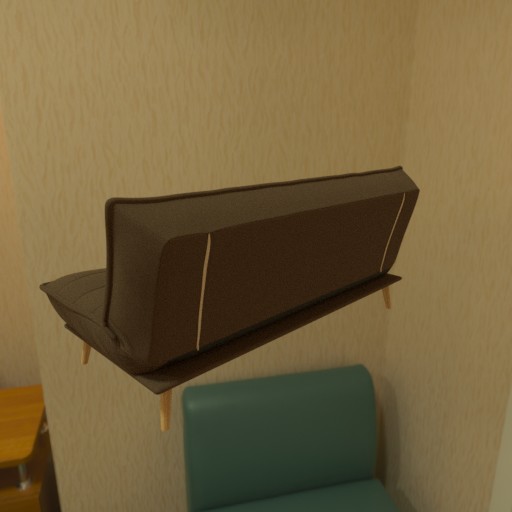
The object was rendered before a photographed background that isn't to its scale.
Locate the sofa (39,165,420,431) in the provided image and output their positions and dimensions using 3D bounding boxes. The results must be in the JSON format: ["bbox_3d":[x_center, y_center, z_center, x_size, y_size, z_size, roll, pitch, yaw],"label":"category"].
[{"bbox_3d":[0.000,0.000,2.384,1.940,0.890,0.950,-15,22,-43],"label":"sofa"}]
